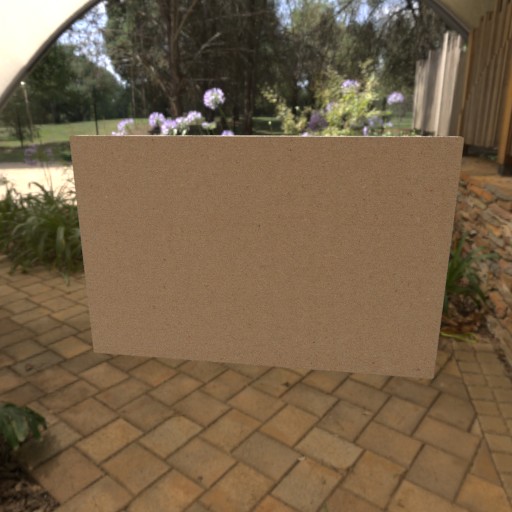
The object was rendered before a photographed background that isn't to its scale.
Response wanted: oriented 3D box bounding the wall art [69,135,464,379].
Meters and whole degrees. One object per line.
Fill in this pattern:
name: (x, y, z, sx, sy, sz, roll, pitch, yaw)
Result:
wall art: (0.000, 0.000, 0.762, 0.618, 0.398, 0.042, 2, 16, 8)
